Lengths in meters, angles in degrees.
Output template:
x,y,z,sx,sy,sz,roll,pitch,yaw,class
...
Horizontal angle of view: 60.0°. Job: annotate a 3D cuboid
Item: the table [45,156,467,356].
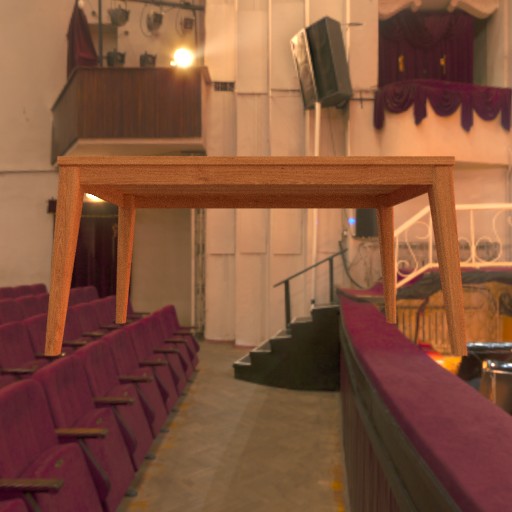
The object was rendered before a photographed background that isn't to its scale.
x,y,z,sx,sy,sz,roll,pitch,yaw,class
0.000,0.000,2.121,1.600,0.760,0.900,0,-1,0,table
